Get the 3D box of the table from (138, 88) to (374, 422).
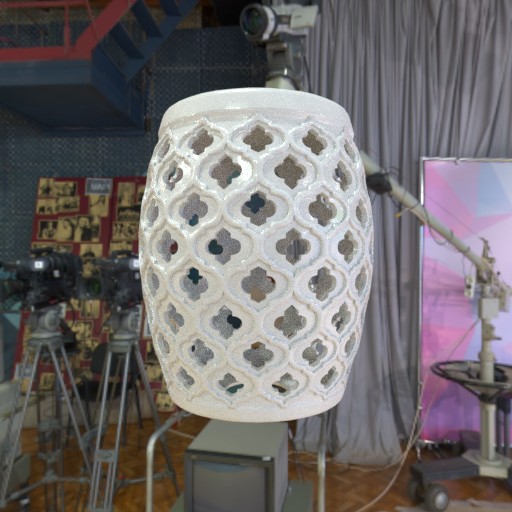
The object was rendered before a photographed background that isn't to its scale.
[{"bbox_3d":[0.000,0.000,0.632,0.325,0.388,0.325,0,0,0],"label":"table"}]
